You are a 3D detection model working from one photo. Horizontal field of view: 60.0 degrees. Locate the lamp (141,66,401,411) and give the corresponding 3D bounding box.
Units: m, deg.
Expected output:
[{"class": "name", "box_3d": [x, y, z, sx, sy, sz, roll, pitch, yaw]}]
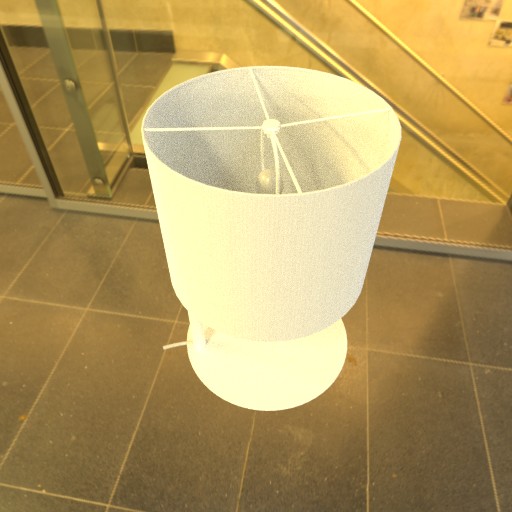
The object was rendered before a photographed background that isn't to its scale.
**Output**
[{"class": "lamp", "box_3d": [0.000, 0.000, 0.678, 0.341, 0.454, 0.299, -7, 46, -7]}]
